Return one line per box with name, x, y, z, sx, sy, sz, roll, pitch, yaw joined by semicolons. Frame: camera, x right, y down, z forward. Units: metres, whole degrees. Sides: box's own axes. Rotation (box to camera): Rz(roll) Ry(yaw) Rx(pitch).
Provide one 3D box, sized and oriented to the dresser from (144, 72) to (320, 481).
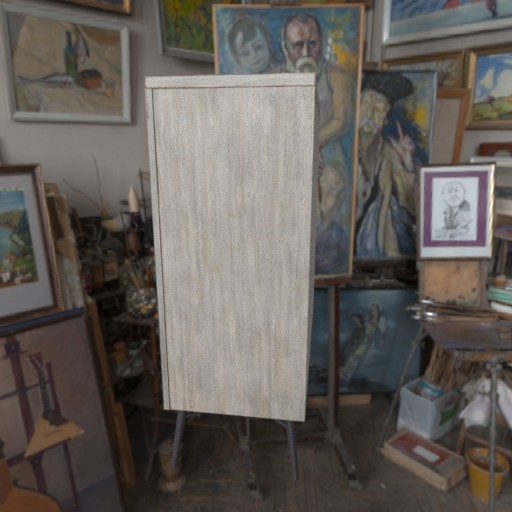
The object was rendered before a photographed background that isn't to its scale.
dresser;0.000;0.000;1.769;0.457;1.219;1.016;2;15;8
